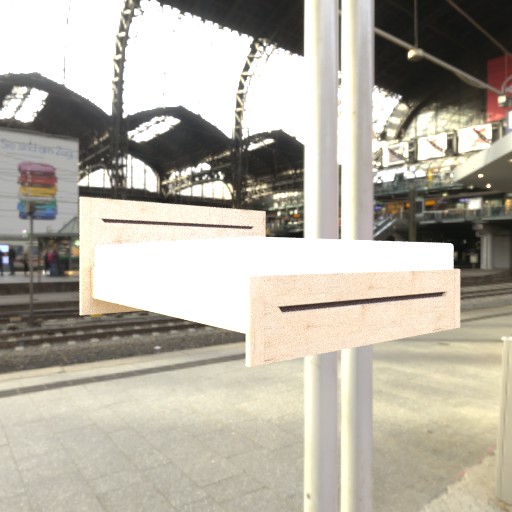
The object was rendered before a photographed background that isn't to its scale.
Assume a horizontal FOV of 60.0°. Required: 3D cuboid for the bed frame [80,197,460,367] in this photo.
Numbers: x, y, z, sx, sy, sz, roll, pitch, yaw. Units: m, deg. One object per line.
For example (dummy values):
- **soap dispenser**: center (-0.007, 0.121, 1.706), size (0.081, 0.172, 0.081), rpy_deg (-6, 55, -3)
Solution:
- **bed frame**: center (0.000, 0.000, 3.109), size (1.800, 0.900, 2.080), rpy_deg (0, 0, -37)
